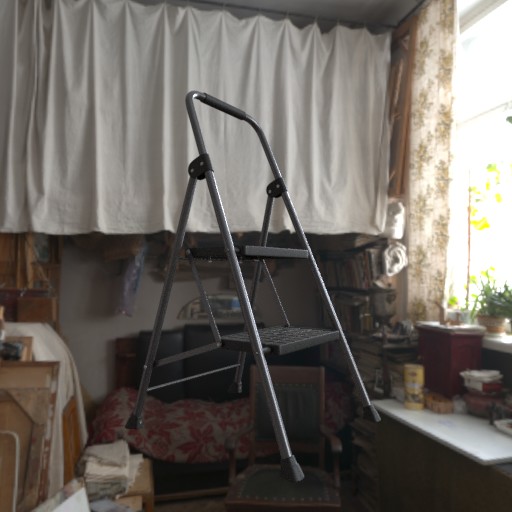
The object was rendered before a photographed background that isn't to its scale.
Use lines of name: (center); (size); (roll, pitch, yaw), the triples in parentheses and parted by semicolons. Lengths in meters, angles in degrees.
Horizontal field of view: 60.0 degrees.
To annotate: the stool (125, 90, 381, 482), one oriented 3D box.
stool: (0.000, 0.000, 1.172); (0.514, 0.872, 0.450); (-1, -2, 36)
